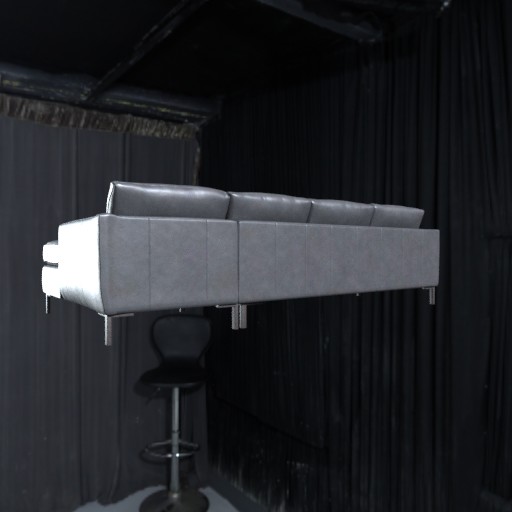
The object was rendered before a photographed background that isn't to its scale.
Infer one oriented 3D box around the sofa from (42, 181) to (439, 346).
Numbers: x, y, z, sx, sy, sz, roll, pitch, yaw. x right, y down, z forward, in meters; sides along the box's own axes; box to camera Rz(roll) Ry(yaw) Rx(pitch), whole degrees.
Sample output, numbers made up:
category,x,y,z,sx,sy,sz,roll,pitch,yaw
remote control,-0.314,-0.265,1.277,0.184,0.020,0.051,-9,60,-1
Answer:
category,x,y,z,sx,sy,sz,roll,pitch,yaw
sofa,0.000,0.000,3.640,2.993,0.859,1.471,-1,1,-36
